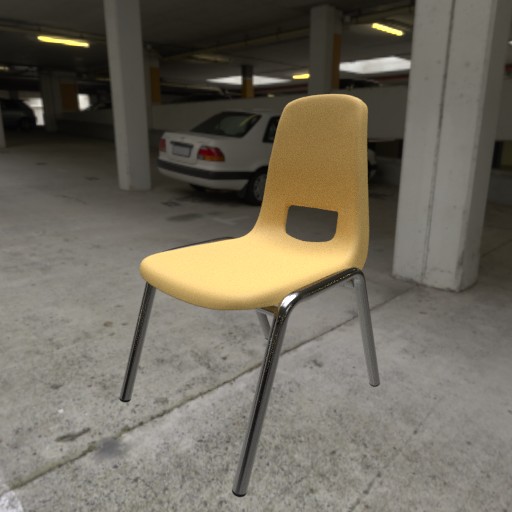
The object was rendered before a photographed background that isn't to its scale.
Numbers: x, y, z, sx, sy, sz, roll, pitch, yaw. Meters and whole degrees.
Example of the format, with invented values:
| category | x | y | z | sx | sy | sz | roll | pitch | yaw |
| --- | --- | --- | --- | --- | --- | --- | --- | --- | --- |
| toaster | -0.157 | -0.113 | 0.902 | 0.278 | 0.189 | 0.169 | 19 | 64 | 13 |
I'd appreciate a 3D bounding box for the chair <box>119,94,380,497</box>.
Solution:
| category | x | y | z | sx | sy | sz | roll | pitch | yaw |
| --- | --- | --- | --- | --- | --- | --- | --- | --- | --- |
| chair | 0.000 | 0.000 | 0.824 | 0.354 | 0.586 | 0.423 | 15 | 22 | 43 |
